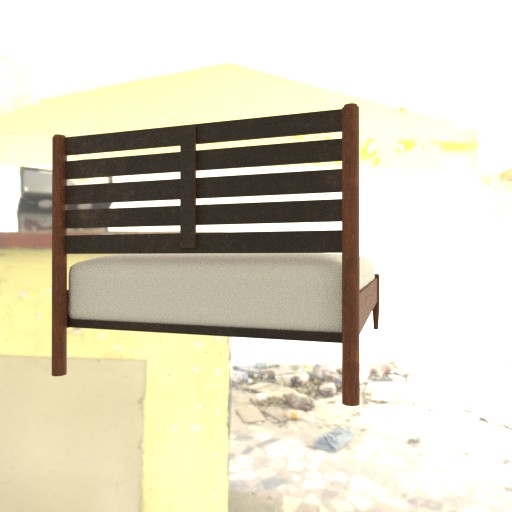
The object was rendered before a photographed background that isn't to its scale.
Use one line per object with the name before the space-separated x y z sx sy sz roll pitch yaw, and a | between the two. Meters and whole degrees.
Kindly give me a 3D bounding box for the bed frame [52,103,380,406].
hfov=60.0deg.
bed frame | 0.000 0.000 3.228 1.655 1.321 2.234 0 0 18
